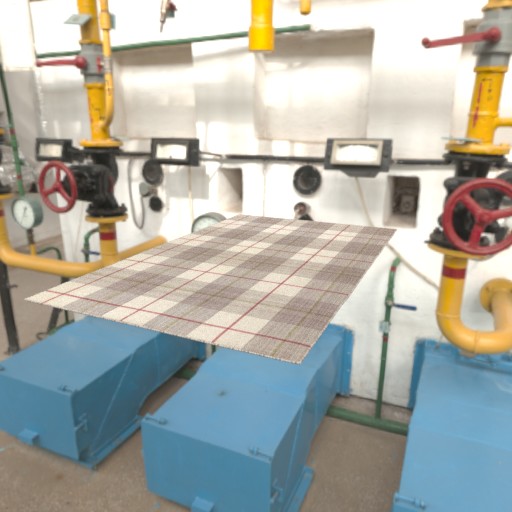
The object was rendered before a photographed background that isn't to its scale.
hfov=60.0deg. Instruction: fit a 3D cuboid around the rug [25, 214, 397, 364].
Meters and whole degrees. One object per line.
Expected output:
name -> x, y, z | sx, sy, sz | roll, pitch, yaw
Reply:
rug -> 0.000, 0.000, 3.075 | 1.549, 0.010, 2.464 | 8, 19, 24
